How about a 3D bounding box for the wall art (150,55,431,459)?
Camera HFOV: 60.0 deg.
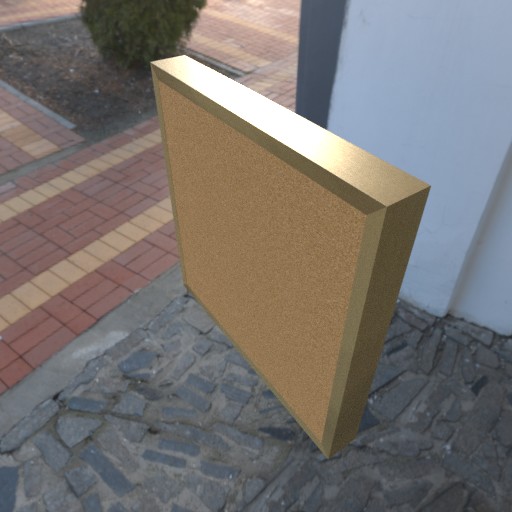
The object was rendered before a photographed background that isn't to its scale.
[{"bbox_3d":[0.000,0.000,0.446,0.038,0.305,0.304,-25,47,-26],"label":"wall art"}]
